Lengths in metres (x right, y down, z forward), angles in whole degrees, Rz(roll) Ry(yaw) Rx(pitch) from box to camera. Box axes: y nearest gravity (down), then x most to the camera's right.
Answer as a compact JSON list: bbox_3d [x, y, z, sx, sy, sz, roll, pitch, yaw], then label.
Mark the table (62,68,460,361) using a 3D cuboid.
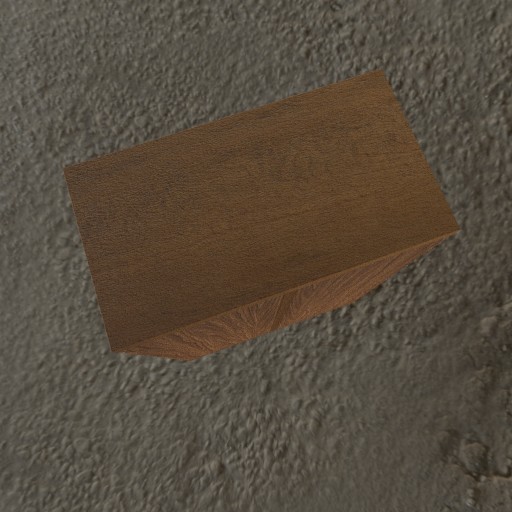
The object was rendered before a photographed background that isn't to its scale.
[{"bbox_3d":[0.000,0.000,1.759,0.901,1.294,0.524,-19,76,-5],"label":"table"}]
